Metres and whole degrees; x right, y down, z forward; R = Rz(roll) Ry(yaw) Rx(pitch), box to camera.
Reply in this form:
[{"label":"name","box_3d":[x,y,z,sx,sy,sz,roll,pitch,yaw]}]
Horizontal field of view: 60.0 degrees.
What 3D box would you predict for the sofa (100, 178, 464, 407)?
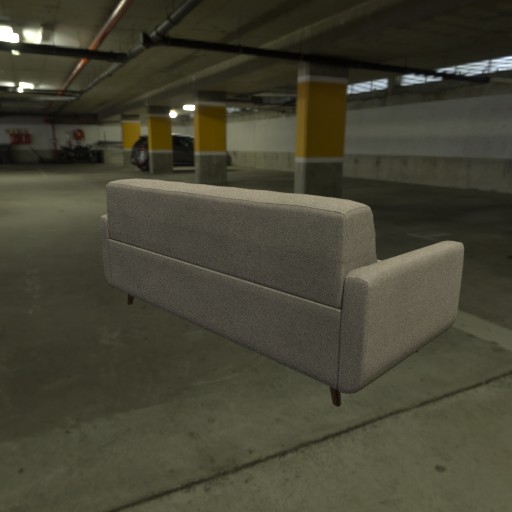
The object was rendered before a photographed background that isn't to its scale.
[{"label":"sofa","box_3d":[0.000,0.000,2.566,0.909,0.841,2.029,-14,19,-43]}]
